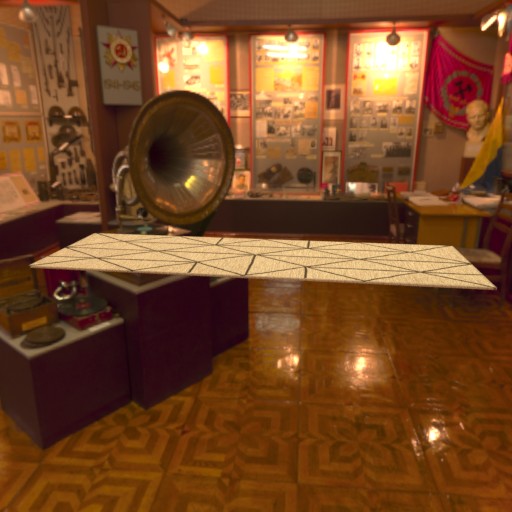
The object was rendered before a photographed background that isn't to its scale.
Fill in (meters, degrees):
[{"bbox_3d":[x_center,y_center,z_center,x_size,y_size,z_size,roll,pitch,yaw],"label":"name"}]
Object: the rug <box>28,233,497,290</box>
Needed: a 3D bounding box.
[{"bbox_3d":[0.000,0.000,2.644,2.438,0.012,0.762,2,17,8],"label":"rug"}]
